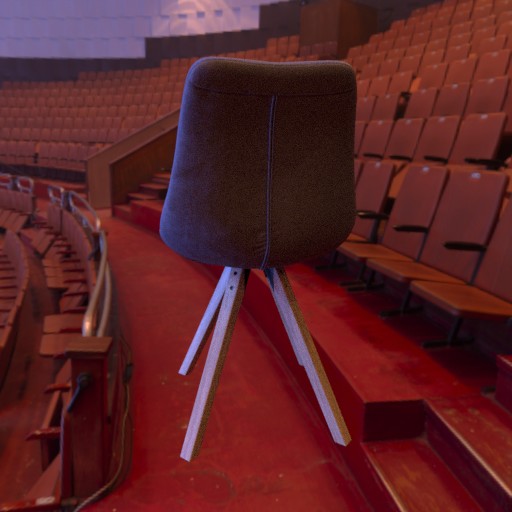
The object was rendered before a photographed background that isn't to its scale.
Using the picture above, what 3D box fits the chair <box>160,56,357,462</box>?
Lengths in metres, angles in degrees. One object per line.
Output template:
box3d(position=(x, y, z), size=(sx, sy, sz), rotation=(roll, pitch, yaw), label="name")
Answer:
box3d(position=(0.000, 0.000, 1.158), size=(0.483, 0.865, 0.547), rotation=(-2, 13, -8), label="chair")
